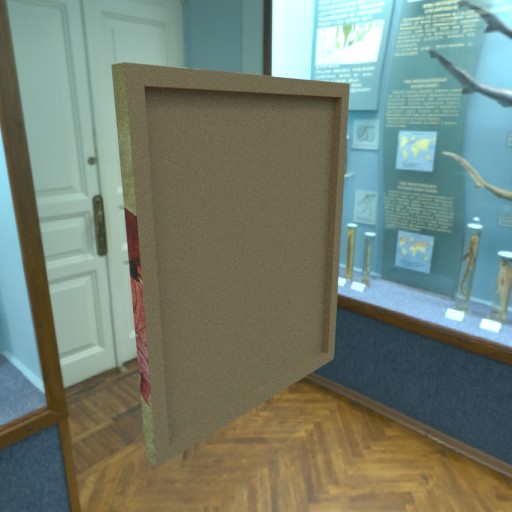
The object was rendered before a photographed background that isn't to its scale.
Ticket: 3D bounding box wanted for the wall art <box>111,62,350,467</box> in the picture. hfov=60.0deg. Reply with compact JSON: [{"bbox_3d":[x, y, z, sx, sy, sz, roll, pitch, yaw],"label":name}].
[{"bbox_3d":[0.000,0.000,0.672,0.406,0.508,0.028,-16,24,-42],"label":"wall art"}]
